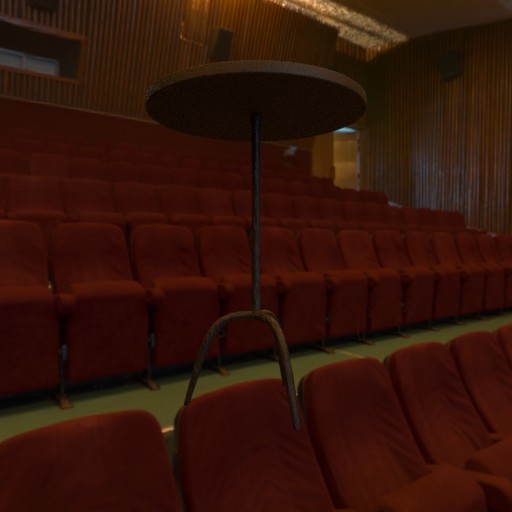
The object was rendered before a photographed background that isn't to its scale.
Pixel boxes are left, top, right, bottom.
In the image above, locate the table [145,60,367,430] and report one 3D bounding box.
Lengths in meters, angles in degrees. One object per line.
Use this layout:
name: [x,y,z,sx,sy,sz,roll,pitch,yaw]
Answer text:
table: [0.000,0.000,1.041,0.502,0.700,0.502,-1,1,-37]
